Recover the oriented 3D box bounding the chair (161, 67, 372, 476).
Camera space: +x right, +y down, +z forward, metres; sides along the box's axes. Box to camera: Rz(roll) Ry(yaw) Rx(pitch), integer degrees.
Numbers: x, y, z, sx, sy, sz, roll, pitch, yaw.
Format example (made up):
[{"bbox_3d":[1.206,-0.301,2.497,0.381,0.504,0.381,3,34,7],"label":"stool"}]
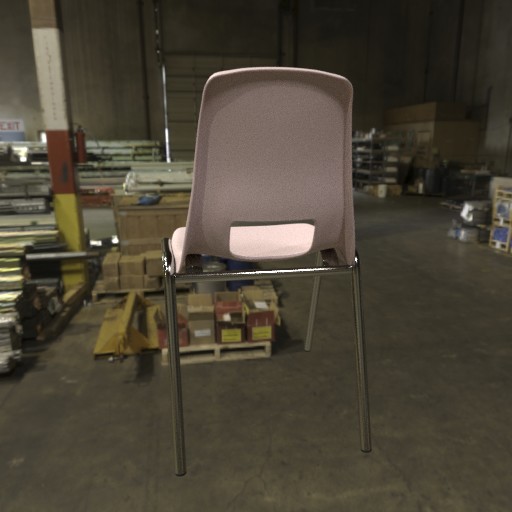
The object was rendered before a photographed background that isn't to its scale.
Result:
[{"bbox_3d":[0.000,0.000,0.904,0.381,0.653,0.436,-3,14,-10],"label":"chair"}]
